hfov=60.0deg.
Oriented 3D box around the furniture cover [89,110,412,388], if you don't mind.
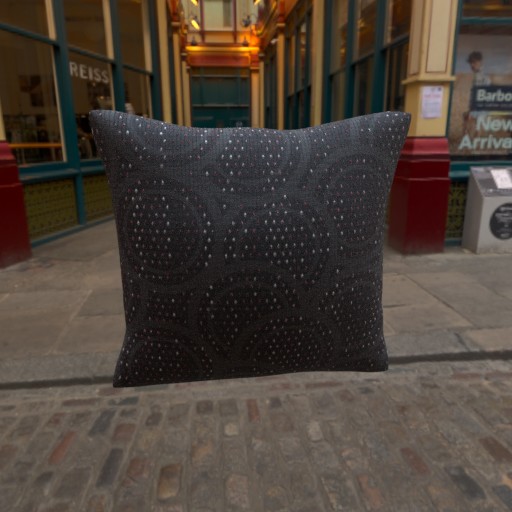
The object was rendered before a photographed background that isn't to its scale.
[{"bbox_3d":[0.000,0.000,0.816,0.552,0.509,0.193,-2,16,-7],"label":"furniture cover"}]
